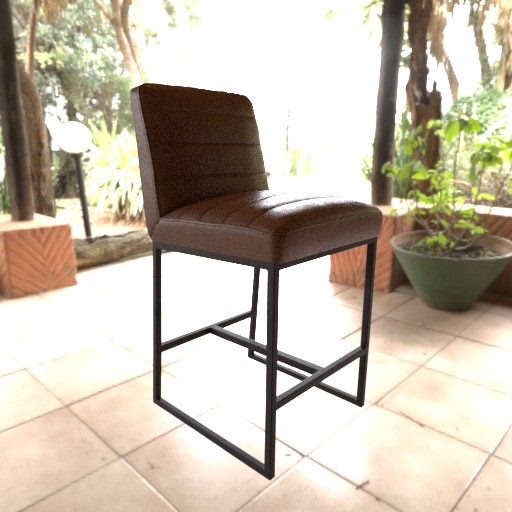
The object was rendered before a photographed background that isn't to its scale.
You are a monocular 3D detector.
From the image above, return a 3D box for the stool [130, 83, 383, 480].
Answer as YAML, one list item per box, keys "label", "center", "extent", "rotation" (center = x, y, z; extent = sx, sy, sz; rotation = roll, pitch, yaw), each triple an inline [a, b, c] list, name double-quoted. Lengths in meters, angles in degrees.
- label: "stool"
  center: [0.000, 0.000, 1.266]
  extent: [0.556, 0.940, 0.458]
  rotation: [13, 19, 42]
